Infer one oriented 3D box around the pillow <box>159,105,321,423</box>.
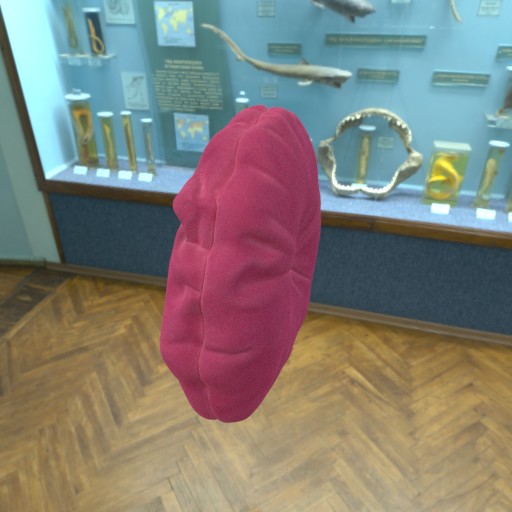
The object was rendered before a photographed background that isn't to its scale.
[{"bbox_3d":[0.000,0.000,0.634,0.148,0.407,0.428,9,32,14],"label":"pillow"}]
